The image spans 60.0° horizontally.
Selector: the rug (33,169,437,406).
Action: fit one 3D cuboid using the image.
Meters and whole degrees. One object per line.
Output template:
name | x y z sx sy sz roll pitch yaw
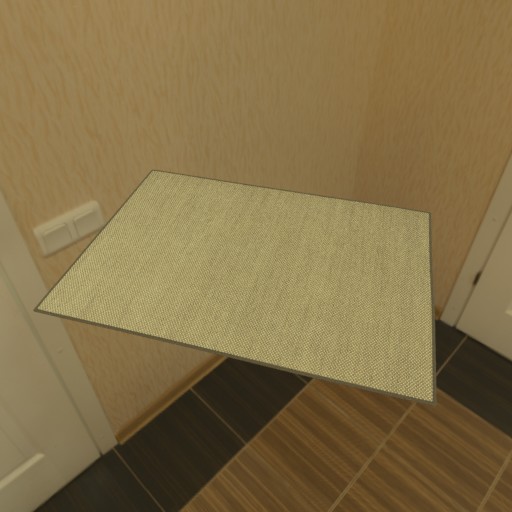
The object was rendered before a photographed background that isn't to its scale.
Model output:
rug | 0.000 0.000 2.769 2.133 0.012 1.523 11 44 11
